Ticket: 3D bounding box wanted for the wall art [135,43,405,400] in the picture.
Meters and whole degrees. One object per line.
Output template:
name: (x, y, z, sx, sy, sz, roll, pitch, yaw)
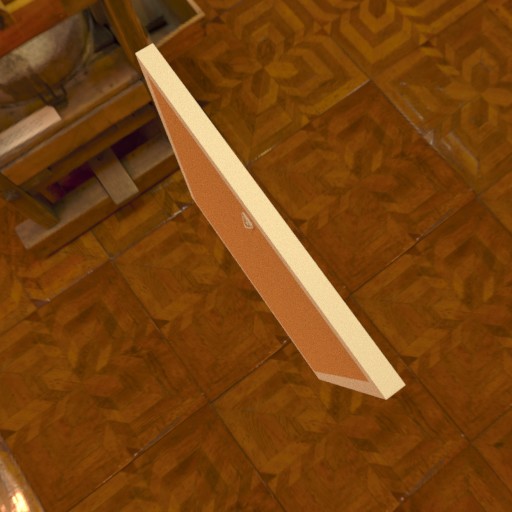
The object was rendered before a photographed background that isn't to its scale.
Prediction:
wall art: (0.000, 0.000, 1.138, 0.050, 0.762, 0.761, -34, 79, -7)
